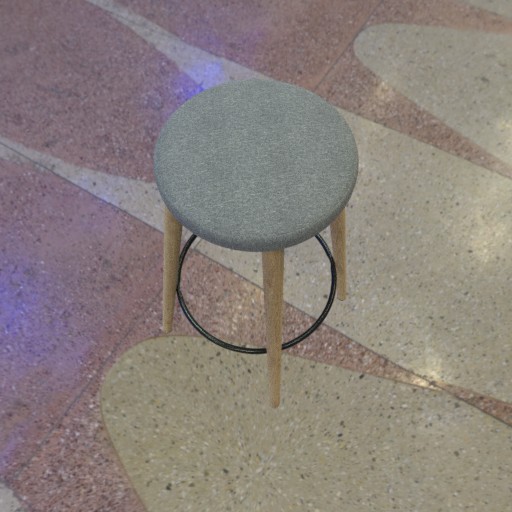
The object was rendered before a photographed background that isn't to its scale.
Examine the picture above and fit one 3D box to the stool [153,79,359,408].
[{"bbox_3d":[0.000,0.000,1.007,0.410,0.770,0.410,31,67,14],"label":"stool"}]
